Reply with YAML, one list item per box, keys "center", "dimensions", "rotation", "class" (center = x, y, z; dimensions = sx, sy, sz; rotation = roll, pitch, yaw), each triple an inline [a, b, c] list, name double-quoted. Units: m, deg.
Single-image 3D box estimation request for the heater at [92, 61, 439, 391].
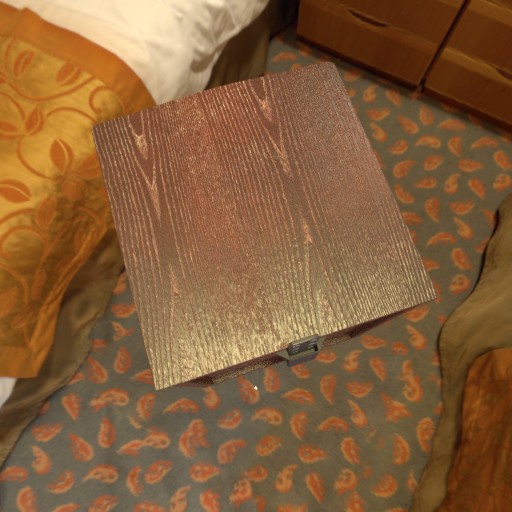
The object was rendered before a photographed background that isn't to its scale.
- center: [0.000, 0.000, 0.778]
  dimensions: [0.362, 0.481, 0.400]
  rotation: [-17, 74, -5]
  class: "heater"
